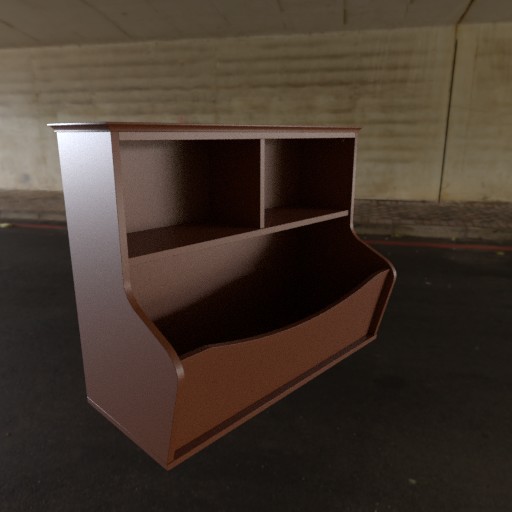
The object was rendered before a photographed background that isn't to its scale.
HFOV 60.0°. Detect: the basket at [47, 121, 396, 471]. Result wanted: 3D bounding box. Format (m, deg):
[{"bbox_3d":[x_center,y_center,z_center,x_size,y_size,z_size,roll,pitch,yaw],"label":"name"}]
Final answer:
[{"bbox_3d":[0.000,0.000,1.103,0.376,0.625,0.792,14,21,42],"label":"basket"}]
